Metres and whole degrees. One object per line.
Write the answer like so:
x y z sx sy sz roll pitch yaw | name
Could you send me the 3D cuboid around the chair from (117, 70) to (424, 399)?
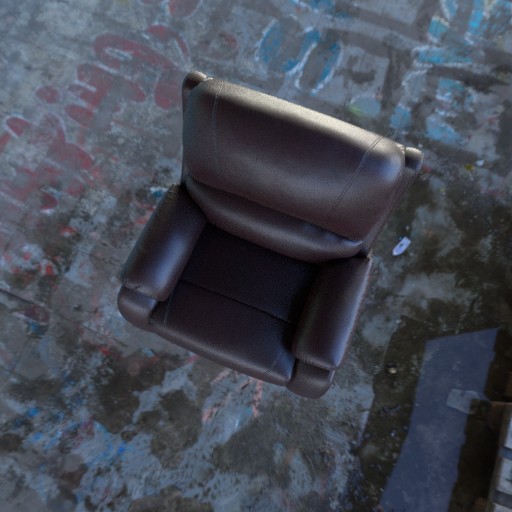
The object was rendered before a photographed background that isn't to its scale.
0.000 0.000 1.792 0.930 1.011 0.899 21 76 5 | chair
